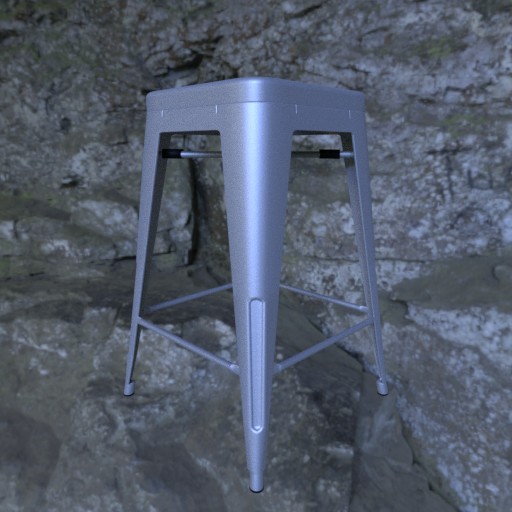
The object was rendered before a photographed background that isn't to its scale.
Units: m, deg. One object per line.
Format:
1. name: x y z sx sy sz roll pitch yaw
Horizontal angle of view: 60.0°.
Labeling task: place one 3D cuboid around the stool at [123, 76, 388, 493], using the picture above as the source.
1. stool: 0.000 0.000 0.876 0.406 0.610 0.406 13 19 43
